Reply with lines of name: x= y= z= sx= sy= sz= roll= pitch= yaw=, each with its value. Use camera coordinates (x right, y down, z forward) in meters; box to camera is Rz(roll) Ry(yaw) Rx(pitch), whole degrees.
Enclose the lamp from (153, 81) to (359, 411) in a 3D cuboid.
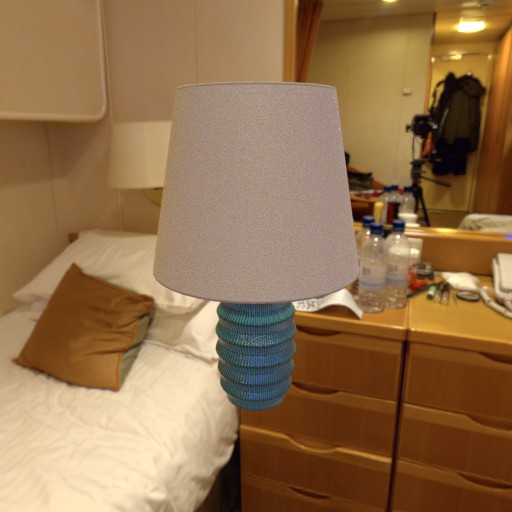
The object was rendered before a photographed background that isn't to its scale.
lamp: x=0.000 y=0.000 z=0.556 sx=0.254 sy=0.392 sz=0.254 roll=0 pitch=16 yaw=0
